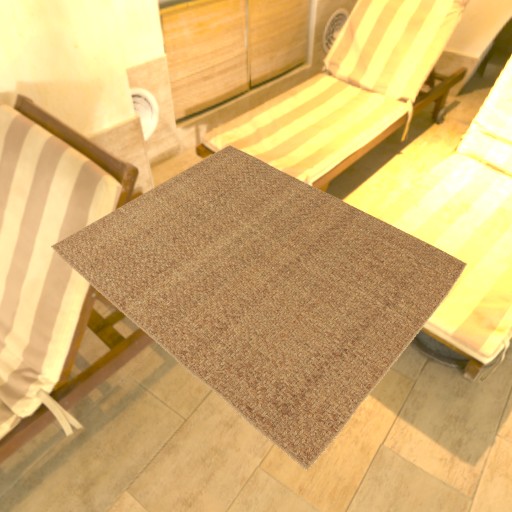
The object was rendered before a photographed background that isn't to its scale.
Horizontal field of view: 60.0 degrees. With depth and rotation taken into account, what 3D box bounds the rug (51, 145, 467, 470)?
[{"bbox_3d":[0.000,0.000,4.090,3.048,0.013,2.439,33,54,28],"label":"rug"}]
